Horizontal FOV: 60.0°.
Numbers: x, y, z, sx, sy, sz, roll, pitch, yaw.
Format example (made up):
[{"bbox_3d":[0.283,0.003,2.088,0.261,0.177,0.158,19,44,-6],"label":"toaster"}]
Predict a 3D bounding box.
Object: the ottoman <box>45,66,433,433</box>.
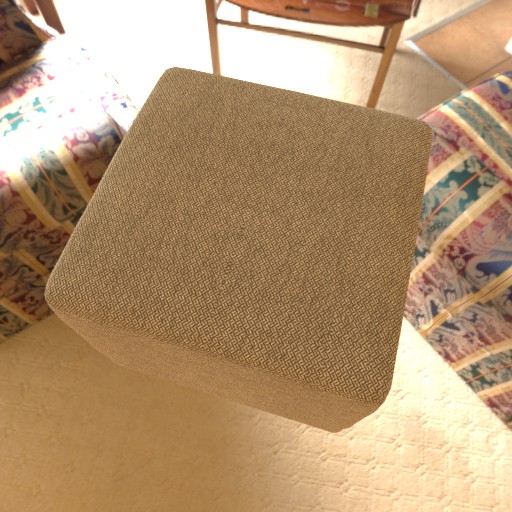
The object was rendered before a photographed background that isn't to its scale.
[{"bbox_3d":[0.000,0.000,0.878,0.519,0.453,0.512,15,65,7],"label":"ottoman"}]
